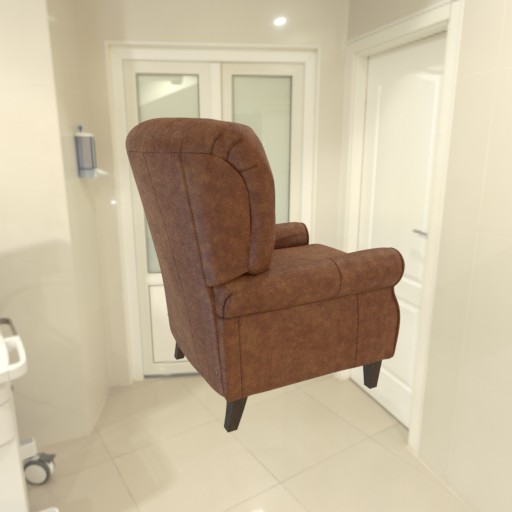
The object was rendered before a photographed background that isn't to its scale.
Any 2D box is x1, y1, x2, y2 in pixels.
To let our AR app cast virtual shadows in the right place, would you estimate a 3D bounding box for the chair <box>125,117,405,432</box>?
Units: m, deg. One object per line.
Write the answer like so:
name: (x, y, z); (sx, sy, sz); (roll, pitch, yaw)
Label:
chair: (0.000, 0.000, 1.987); (1.059, 1.164, 0.951); (-7, 16, -26)
